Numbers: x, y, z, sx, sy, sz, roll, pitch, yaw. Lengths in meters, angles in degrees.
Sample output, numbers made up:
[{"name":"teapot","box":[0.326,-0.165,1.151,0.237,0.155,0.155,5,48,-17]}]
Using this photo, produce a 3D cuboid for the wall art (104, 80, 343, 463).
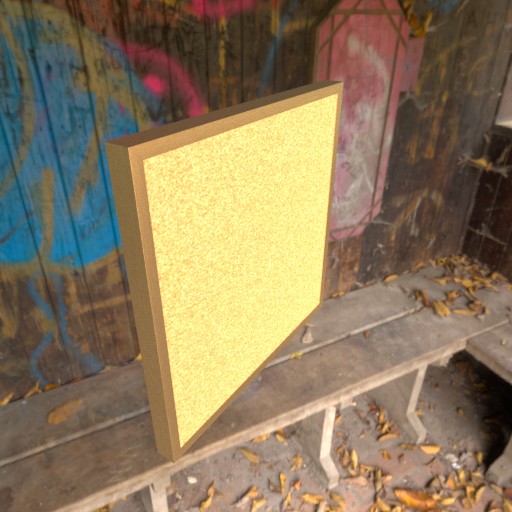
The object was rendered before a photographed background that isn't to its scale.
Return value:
[{"name":"wall art","box":[0.000,0.000,0.768,0.037,0.509,0.510,19,35,30]}]
